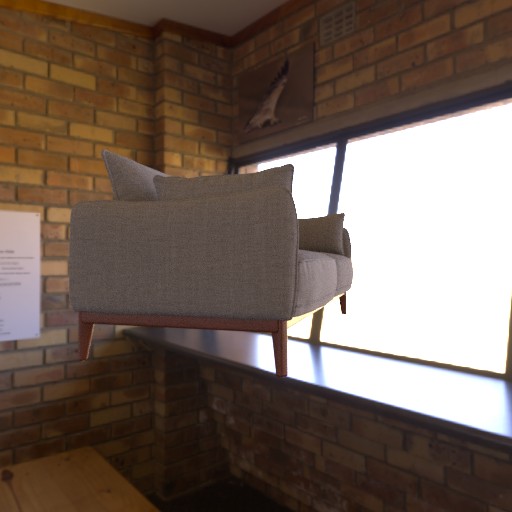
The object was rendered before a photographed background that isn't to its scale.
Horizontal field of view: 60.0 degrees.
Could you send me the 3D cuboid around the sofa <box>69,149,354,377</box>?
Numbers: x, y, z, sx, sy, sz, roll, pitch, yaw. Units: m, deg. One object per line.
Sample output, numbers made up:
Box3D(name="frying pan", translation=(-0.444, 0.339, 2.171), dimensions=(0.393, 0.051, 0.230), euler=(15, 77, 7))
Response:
Box3D(name="sofa", translation=(0.000, 0.000, 2.523), dimensions=(0.972, 0.851, 1.989), euler=(0, -1, 18))
